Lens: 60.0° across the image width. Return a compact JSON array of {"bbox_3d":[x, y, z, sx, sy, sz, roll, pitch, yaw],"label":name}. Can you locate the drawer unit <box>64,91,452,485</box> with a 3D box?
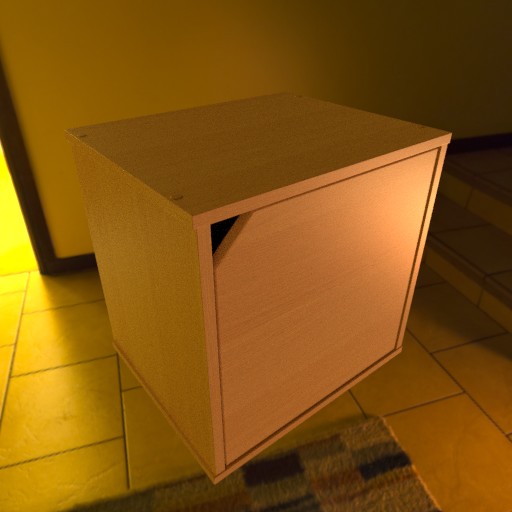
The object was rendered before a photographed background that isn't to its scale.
[{"bbox_3d":[0.000,0.000,0.608,0.349,0.344,0.290,-22,38,-32],"label":"drawer unit"}]
